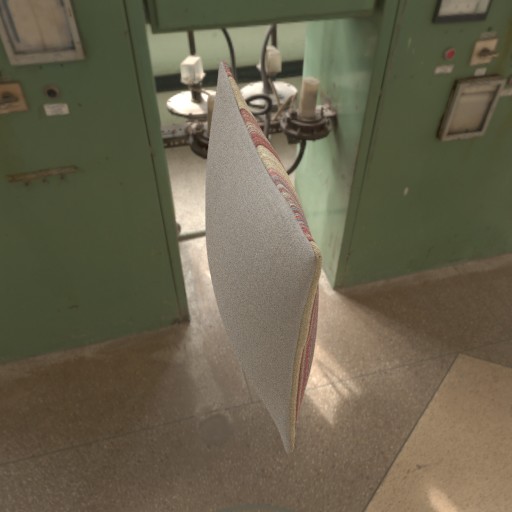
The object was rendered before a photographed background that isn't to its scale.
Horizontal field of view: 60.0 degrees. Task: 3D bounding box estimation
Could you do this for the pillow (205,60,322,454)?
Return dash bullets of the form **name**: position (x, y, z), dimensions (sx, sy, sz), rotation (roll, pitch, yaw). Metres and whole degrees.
- **pillow**: position (0.000, 0.000, 0.661), dimensions (0.136, 0.419, 0.437), rotation (-10, 46, -10)
